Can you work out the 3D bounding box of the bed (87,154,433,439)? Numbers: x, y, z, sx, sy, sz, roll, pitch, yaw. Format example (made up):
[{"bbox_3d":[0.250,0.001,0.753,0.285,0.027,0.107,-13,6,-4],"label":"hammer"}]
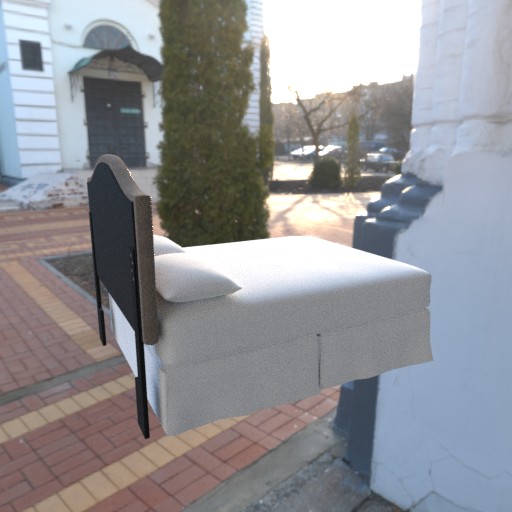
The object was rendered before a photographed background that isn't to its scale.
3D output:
[{"bbox_3d":[0.000,0.000,3.371,2.153,1.518,1.713,-7,15,-27],"label":"bed"}]
